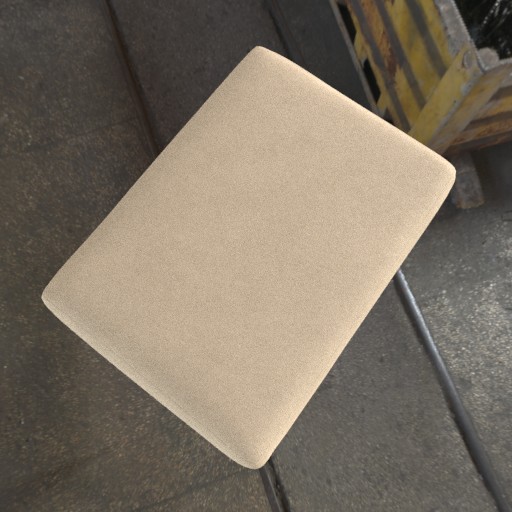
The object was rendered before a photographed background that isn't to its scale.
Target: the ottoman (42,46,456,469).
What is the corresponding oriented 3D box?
[{"bbox_3d":[0.000,0.000,1.117,0.569,0.504,0.773,36,79,8],"label":"ottoman"}]
